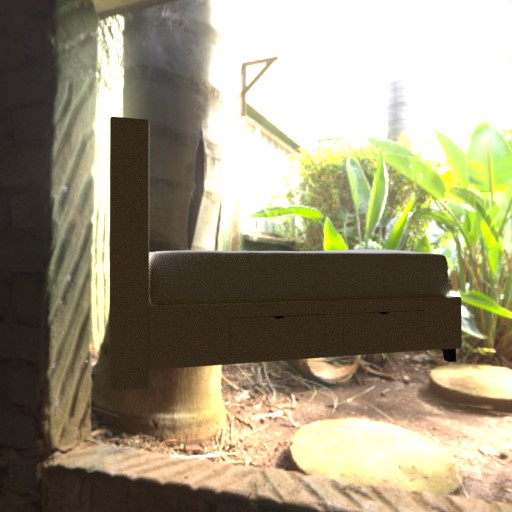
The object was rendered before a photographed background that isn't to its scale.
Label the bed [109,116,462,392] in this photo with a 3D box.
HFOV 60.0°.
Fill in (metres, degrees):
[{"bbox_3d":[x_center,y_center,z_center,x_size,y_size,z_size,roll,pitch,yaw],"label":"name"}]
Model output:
[{"bbox_3d":[0.000,0.000,3.697,2.293,1.471,2.145,0,-1,-17],"label":"bed"}]
